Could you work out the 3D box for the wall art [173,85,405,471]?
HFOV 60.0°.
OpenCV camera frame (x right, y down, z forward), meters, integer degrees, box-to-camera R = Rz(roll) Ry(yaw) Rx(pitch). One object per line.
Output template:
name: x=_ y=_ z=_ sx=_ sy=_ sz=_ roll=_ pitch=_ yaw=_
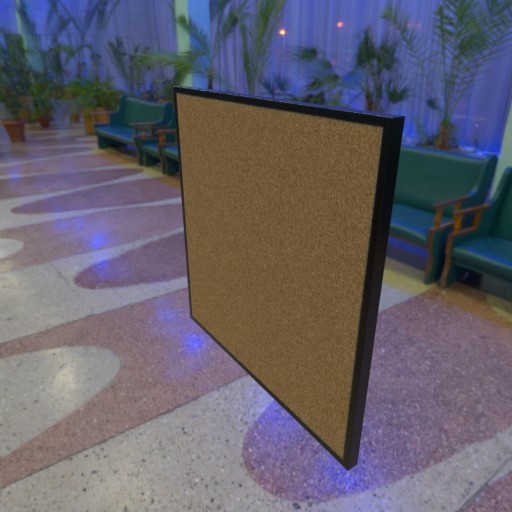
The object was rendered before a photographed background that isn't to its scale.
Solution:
wall art: x=0.000 y=0.000 z=0.514 sx=0.014 sy=0.349 sz=0.349 roll=-16 pitch=30 yaw=-31
